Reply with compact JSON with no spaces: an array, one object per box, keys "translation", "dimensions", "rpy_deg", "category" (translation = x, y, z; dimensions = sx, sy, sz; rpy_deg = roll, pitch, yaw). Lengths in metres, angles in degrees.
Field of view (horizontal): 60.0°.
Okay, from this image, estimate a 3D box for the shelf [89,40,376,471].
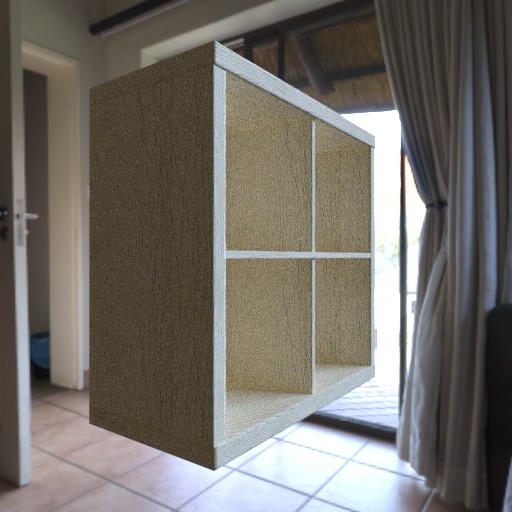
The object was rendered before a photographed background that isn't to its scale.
[{"translation":[0.000,0.000,1.243],"dimensions":[0.390,0.786,0.790],"rpy_deg":[0,0,36],"category":"shelf"}]
